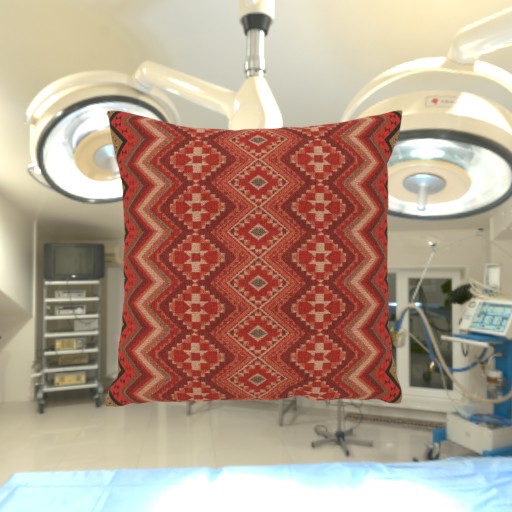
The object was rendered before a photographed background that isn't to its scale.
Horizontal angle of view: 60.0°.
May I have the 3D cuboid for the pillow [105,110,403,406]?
[{"bbox_3d":[0.000,0.000,0.767,0.513,0.511,0.158,0,-1,-1],"label":"pillow"}]
